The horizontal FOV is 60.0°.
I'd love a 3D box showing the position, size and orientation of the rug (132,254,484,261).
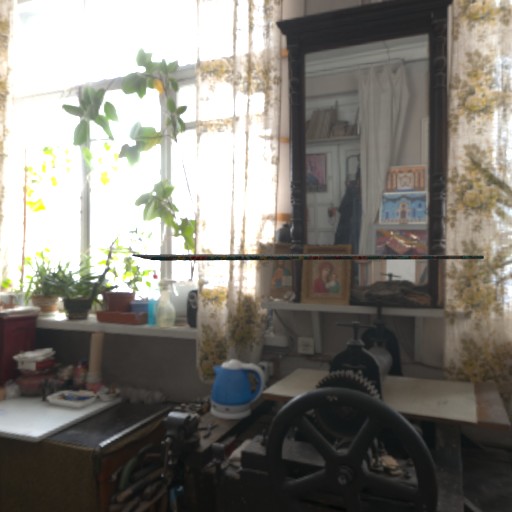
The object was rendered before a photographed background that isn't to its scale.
[{"bbox_3d":[0.000,0.000,2.347,1.216,0.014,1.836,0,0,-17],"label":"rug"}]
